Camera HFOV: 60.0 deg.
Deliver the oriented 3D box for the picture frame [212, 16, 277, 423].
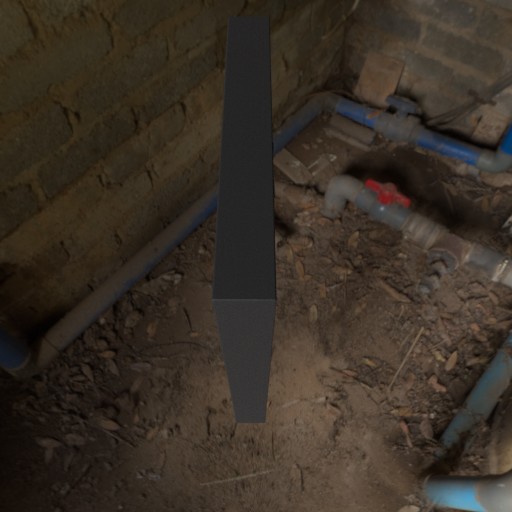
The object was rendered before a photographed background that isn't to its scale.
[{"bbox_3d":[0.000,0.000,0.272,0.028,0.208,0.157,0,59,0],"label":"picture frame"}]
